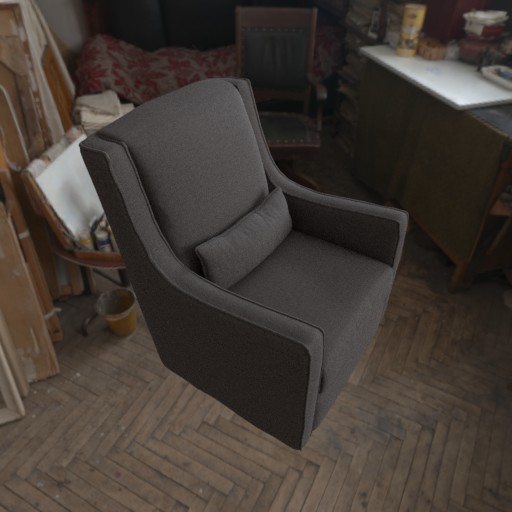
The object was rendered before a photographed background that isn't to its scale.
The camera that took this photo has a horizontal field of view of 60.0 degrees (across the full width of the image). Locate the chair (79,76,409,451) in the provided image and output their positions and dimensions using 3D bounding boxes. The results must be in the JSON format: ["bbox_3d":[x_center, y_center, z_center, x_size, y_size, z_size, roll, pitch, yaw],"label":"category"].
[{"bbox_3d":[0.000,0.000,1.596,0.879,0.993,0.732,24,47,25],"label":"chair"}]
